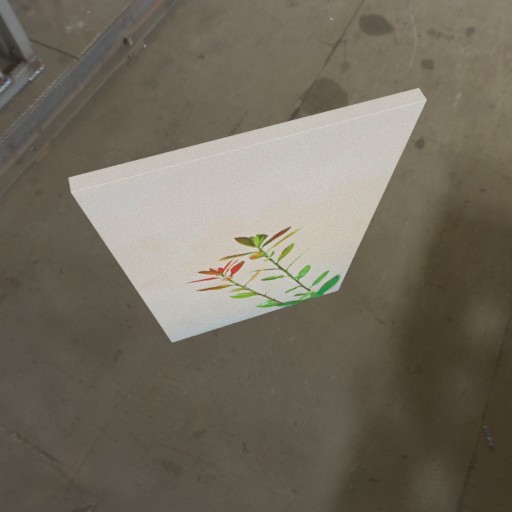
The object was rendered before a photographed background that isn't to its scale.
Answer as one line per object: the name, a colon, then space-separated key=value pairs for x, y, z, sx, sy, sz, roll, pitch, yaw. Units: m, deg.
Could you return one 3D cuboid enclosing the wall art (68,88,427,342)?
wall art: x=0.000 y=0.000 z=1.429 sx=0.764 sy=1.143 sz=0.038 roll=-16 pitch=66 yaw=-8
